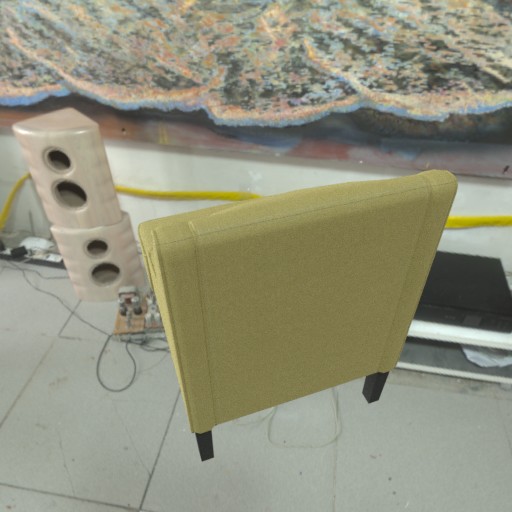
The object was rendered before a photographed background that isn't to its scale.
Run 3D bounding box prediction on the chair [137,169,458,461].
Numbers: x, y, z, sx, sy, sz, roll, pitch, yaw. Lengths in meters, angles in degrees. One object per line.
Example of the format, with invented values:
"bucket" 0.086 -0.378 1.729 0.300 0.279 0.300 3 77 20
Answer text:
"chair" 0.000 0.000 1.458 0.696 0.896 0.814 -13 43 -15
